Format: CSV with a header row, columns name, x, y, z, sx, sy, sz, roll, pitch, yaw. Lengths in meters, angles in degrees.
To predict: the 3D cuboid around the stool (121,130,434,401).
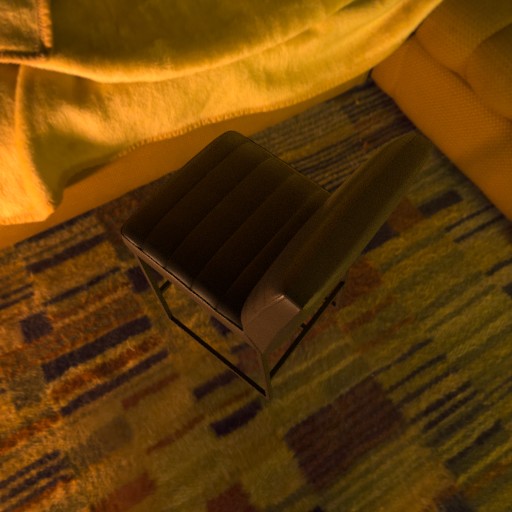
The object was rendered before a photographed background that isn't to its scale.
name,x,y,z,sx,sy,sz,roll,pitch,yaw
stool,0.000,0.000,1.254,0.552,0.938,0.457,35,68,17
